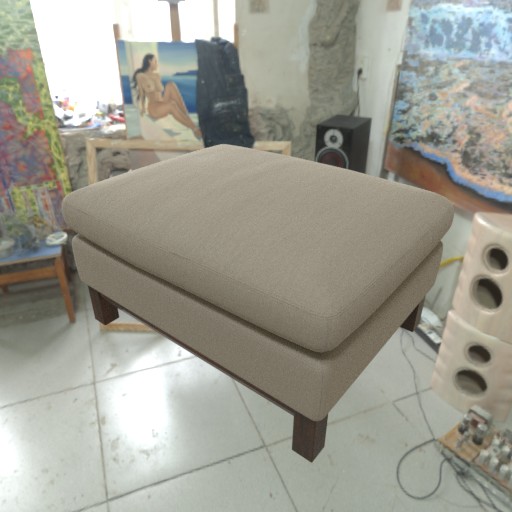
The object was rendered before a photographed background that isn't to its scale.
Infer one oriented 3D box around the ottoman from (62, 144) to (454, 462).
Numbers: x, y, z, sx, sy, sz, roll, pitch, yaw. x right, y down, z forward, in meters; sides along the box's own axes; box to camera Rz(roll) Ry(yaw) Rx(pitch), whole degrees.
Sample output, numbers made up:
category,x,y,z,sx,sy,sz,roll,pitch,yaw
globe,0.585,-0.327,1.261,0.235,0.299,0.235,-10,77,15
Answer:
category,x,y,z,sx,sy,sz,roll,pitch,yaw
ottoman,0.000,0.000,1.125,0.771,0.420,0.606,22,36,33
